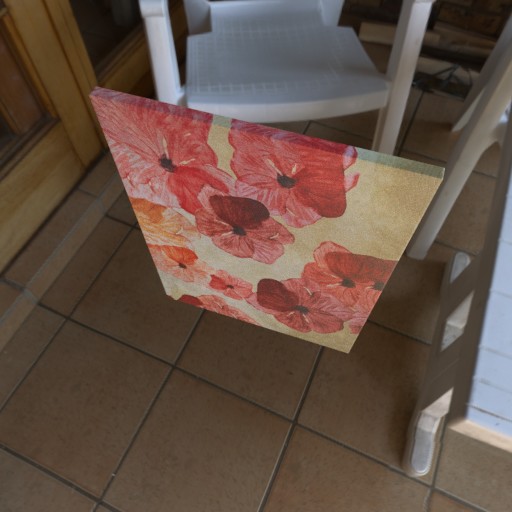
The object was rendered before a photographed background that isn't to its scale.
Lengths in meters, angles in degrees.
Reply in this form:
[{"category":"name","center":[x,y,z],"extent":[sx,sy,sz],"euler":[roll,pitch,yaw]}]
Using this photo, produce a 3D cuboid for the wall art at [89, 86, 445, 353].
[{"category":"wall art","center":[0.000,0.000,1.347],"extent":[0.762,1.015,0.031],"euler":[16,60,9]}]
